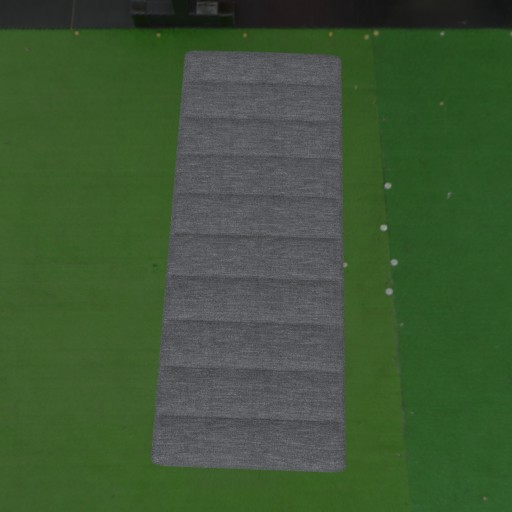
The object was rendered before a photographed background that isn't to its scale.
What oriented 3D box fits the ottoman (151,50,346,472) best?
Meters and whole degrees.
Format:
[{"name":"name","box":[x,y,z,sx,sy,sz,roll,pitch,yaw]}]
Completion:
[{"name":"ottoman","box":[0.000,0.000,1.379,0.482,0.469,1.151,2,76,0]}]
